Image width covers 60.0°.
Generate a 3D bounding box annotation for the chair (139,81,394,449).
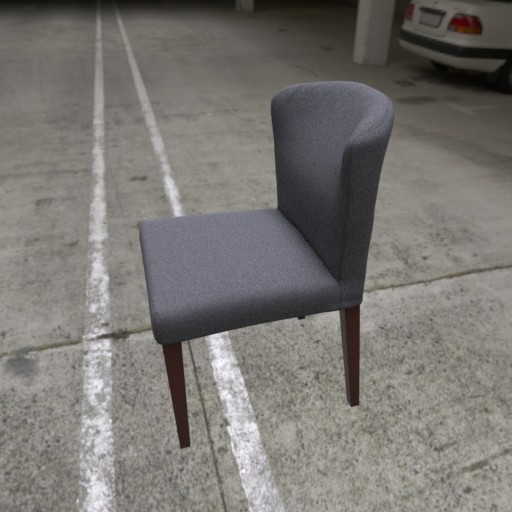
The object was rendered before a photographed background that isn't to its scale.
[{"bbox_3d":[0.000,0.000,1.191,0.592,0.839,0.491,-9,32,-14],"label":"chair"}]
